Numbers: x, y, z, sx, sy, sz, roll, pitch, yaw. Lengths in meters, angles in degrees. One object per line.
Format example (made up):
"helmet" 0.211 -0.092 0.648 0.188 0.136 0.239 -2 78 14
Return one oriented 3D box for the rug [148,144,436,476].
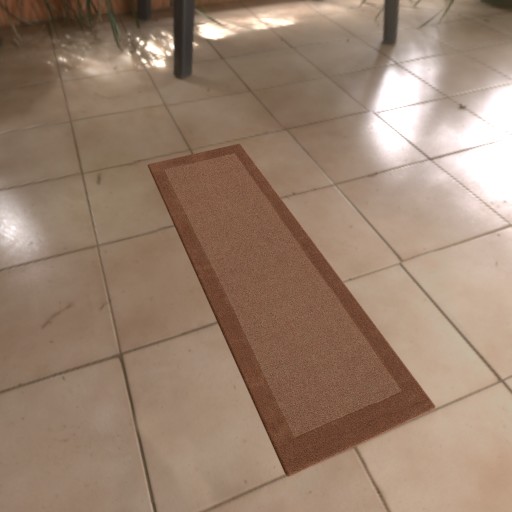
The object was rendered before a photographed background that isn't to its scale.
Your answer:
"rug" 0.000 0.000 2.710 0.764 0.017 2.439 -17 48 -16
